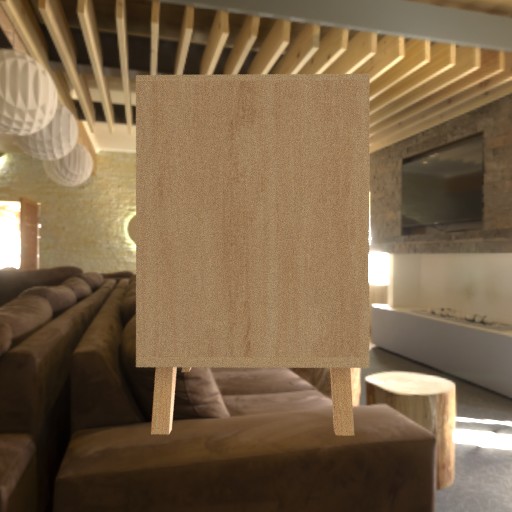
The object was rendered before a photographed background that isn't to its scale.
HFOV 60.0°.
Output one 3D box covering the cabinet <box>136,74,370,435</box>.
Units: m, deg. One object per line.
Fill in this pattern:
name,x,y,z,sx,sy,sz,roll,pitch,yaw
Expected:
cabinet,0.000,0.000,1.504,0.500,0.780,1.110,0,0,1
